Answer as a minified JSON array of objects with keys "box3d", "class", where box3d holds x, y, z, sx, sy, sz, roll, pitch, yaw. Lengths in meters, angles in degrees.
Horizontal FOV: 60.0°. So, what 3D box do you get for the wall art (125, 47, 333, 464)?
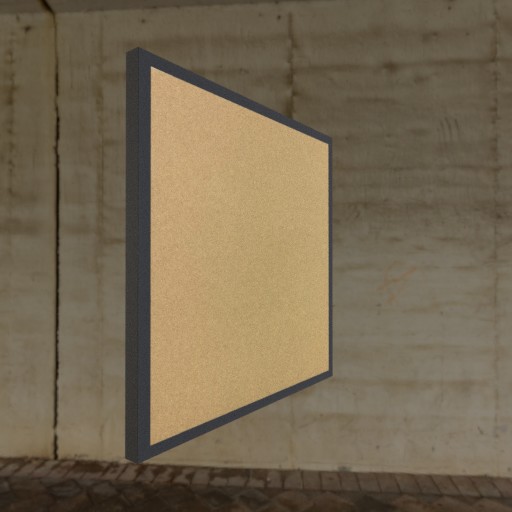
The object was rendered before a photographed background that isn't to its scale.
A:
[{"box3d":[0.000,0.000,1.122,0.037,0.760,0.762,0,-1,37],"class":"wall art"}]
